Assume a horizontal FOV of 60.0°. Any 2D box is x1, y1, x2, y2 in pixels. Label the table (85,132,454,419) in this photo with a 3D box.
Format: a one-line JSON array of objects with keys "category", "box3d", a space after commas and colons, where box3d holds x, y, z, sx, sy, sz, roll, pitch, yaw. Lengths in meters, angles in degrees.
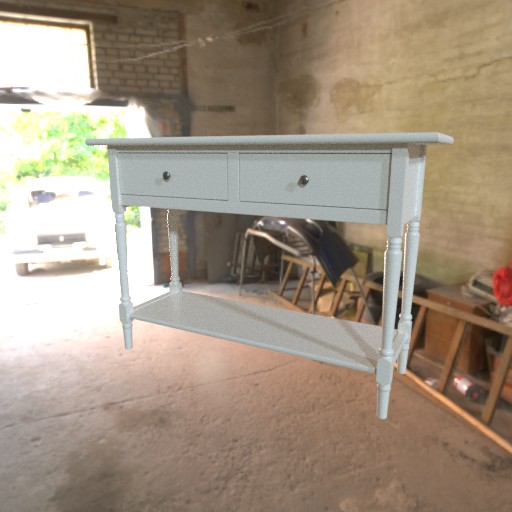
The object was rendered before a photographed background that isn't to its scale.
[{"category": "table", "box3d": [0.000, 0.000, 1.578, 1.191, 0.814, 0.386, 7, 15, 27]}]
